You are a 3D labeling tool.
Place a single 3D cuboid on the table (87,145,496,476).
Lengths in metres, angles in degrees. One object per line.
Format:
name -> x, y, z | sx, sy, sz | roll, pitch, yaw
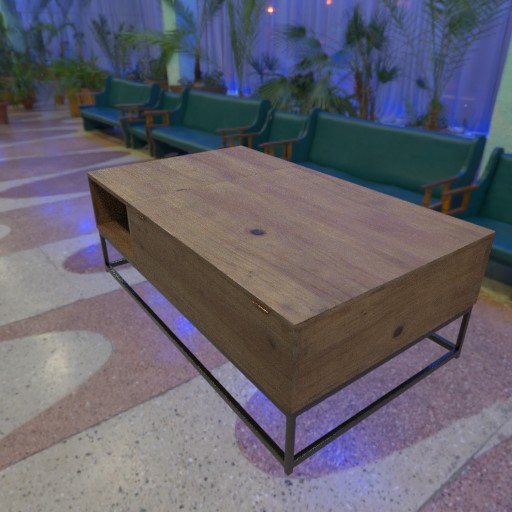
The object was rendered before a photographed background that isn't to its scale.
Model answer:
table -> 0.000, 0.000, 1.400 | 0.655, 0.395, 1.101 | -19, 33, -32
